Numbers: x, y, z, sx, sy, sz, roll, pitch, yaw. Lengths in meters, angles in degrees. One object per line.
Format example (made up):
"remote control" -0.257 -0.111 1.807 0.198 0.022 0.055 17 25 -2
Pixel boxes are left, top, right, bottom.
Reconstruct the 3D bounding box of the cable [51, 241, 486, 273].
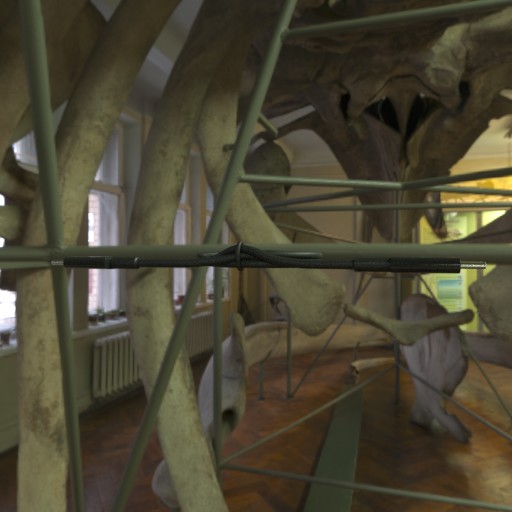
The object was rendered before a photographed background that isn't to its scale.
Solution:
"cable" 0.000 0.000 0.229 0.203 0.014 0.070 0 0 18
